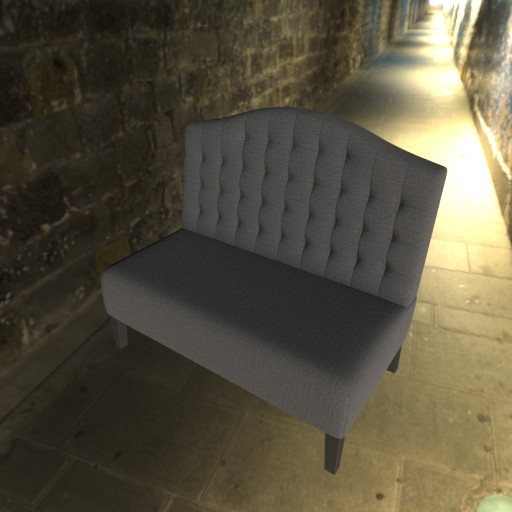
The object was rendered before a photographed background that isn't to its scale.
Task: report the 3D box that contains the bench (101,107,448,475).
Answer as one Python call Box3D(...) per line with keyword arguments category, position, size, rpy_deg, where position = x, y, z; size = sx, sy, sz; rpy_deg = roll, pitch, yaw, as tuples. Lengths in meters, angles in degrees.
Box3D(category="bench", position=(0.000, 0.000, 2.029), size=(1.335, 1.180, 0.815), rpy_deg=(20, 35, 30))
